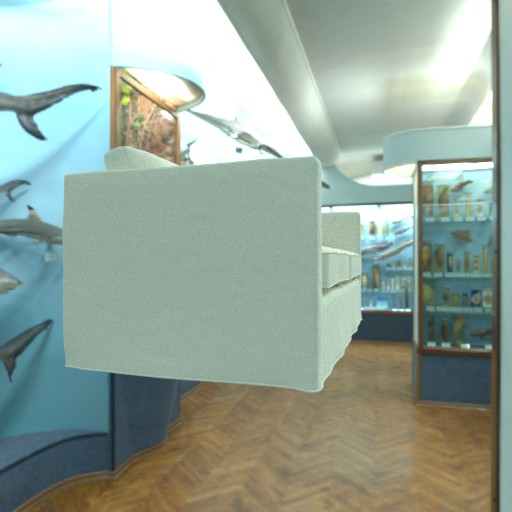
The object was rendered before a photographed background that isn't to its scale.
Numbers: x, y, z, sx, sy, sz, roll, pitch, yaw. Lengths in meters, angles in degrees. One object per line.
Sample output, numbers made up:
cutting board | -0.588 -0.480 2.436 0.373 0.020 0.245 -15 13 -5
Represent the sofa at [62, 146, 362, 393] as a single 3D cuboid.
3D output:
sofa | 0.000 0.000 2.283 0.962 0.834 1.746 0 -1 18
